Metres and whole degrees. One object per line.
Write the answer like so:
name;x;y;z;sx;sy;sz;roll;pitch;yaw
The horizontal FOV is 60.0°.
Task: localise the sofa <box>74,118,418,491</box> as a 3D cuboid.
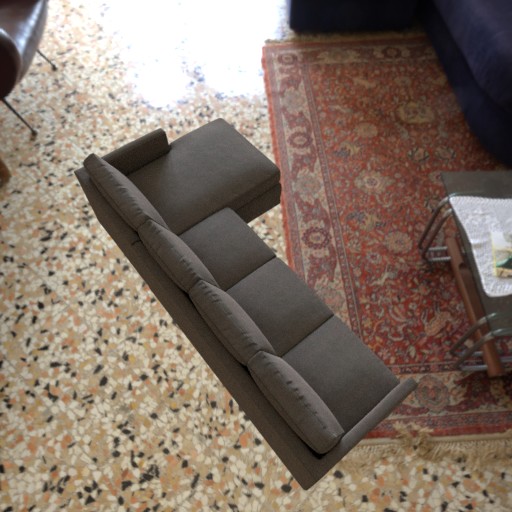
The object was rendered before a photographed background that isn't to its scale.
sofa;0.000;0.000;3.779;1.650;0.922;3.205;-34;64;-20
